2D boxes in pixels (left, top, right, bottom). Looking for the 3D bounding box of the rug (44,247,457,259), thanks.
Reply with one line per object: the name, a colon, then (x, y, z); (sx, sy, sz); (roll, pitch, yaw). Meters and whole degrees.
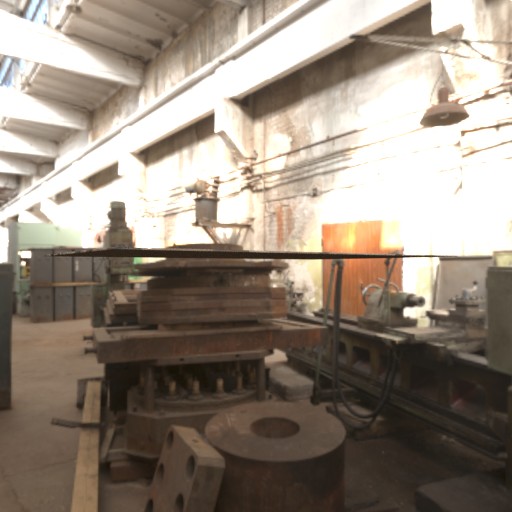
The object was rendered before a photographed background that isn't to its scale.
rug: (0.000, 0.000, 3.050); (2.423, 0.008, 1.513); (1, -2, -35)
